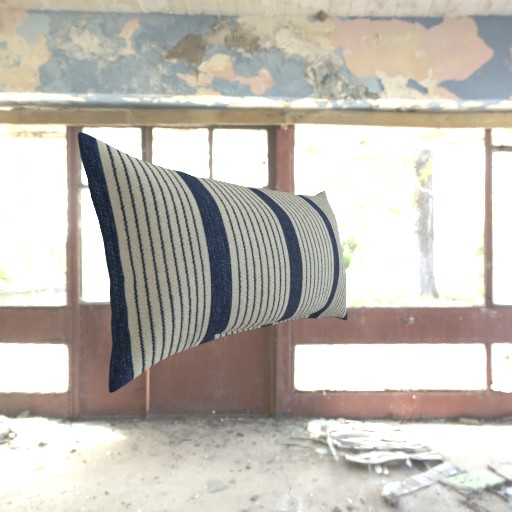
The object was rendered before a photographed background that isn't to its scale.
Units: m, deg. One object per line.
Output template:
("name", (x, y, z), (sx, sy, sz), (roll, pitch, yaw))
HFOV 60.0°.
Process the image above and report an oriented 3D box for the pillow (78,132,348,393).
("pillow", (0.000, 0.000, 0.739), (0.156, 0.292, 0.608), (1, 1, 36))
